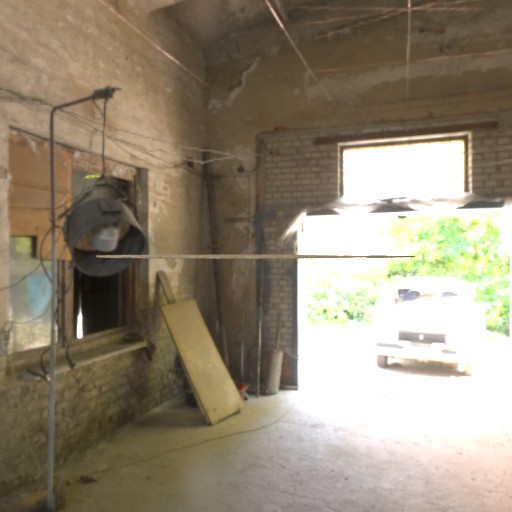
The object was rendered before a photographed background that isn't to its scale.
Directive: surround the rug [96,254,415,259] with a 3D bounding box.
[{"bbox_3d":[0.000,0.000,3.613,2.444,0.015,2.444,0,0,0],"label":"rug"}]
